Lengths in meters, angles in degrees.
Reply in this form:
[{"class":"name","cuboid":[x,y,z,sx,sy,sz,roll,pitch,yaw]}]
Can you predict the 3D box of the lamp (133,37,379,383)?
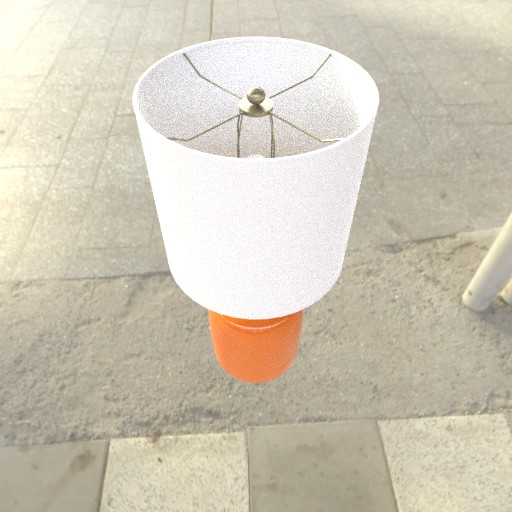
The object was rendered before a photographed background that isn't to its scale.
[{"class":"lamp","cuboid":[0.000,0.000,1.087,0.418,0.871,0.418,-4,49,-4]}]
